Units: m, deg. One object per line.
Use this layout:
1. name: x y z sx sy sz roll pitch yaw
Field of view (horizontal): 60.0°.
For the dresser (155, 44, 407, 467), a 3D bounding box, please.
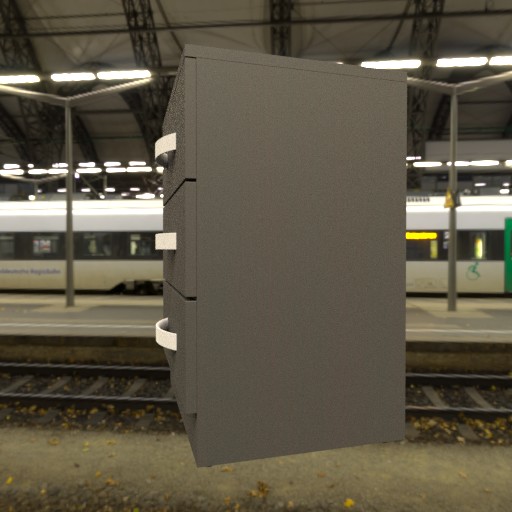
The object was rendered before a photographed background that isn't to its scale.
1. dresser: 0.000 0.000 0.816 0.360 0.560 0.400 0 1 -16
